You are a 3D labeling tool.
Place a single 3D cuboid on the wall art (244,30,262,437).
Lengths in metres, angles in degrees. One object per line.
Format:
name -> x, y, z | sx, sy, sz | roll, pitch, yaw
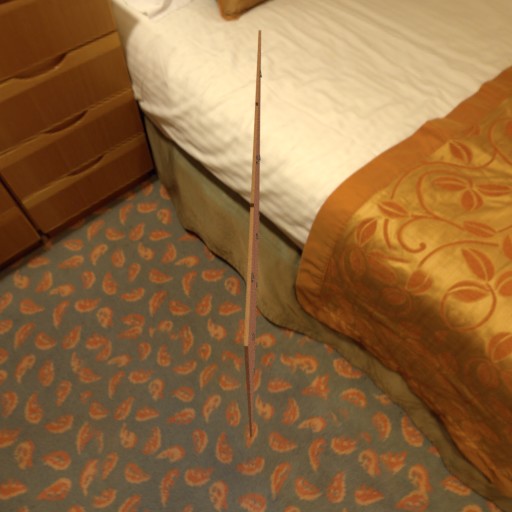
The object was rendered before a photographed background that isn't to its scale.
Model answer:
wall art -> 0.000, 0.000, 2.309 | 0.023, 1.522, 1.526 | 1, 59, 1
